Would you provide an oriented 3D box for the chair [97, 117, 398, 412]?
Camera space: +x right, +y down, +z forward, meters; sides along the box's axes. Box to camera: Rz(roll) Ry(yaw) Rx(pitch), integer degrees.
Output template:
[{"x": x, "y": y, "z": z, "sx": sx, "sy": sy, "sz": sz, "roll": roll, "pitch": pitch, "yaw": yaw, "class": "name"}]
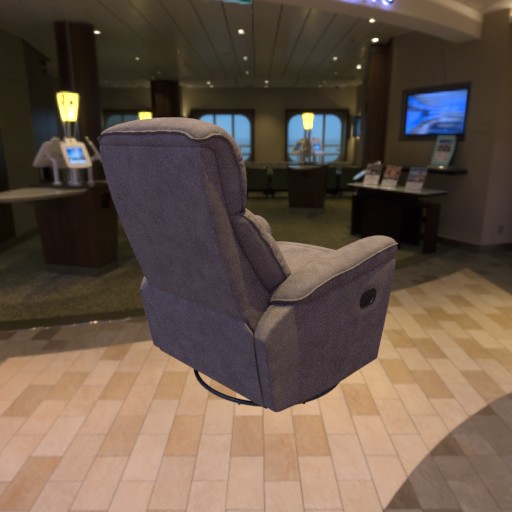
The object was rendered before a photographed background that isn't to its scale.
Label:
[{"x": 0.000, "y": 0.000, "z": 1.783, "sx": 0.830, "sy": 1.036, "sz": 1.009, "roll": 14, "pitch": 20, "yaw": 42, "class": "chair"}]
